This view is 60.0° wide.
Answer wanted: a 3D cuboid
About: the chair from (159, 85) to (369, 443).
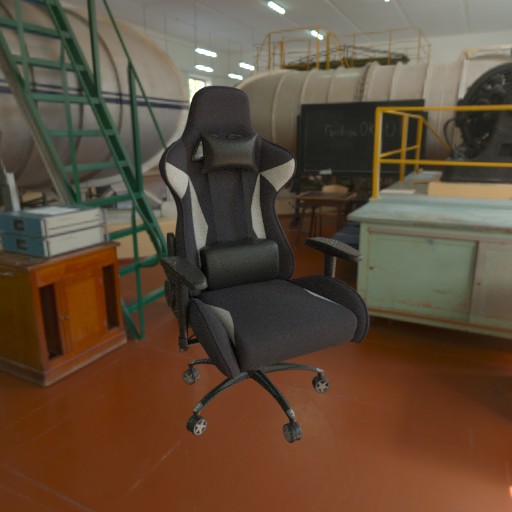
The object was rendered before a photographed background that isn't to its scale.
[{"bbox_3d":[0.000,0.000,1.731,0.730,1.300,0.695,-8,17,-28],"label":"chair"}]
